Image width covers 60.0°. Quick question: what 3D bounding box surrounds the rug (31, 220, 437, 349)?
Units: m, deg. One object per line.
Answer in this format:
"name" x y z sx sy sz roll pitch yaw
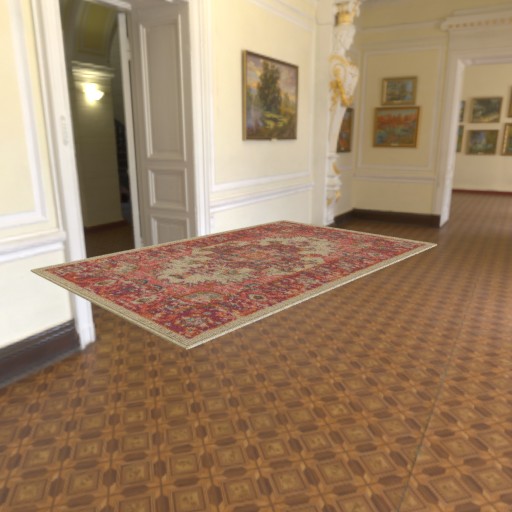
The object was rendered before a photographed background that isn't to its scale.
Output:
"rug" 0.000 0.000 1.098 0.556 0.004 0.868 14 20 42
